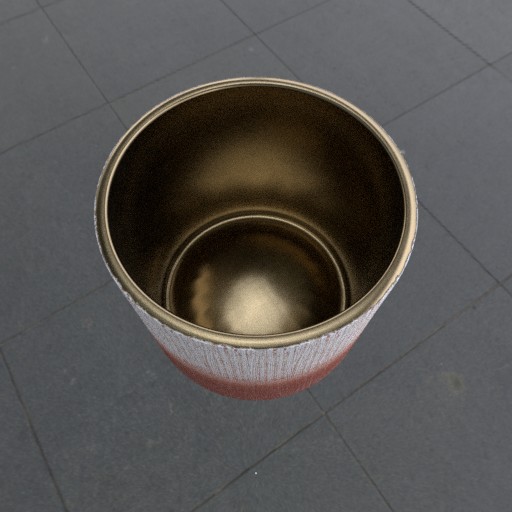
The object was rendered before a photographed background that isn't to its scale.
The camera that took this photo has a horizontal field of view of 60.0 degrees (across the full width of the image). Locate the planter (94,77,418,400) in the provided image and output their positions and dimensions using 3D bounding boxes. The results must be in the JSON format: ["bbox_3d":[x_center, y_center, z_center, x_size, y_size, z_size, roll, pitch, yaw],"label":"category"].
[{"bbox_3d":[0.000,0.000,0.388,0.221,0.201,0.221,0,64,0],"label":"planter"}]
